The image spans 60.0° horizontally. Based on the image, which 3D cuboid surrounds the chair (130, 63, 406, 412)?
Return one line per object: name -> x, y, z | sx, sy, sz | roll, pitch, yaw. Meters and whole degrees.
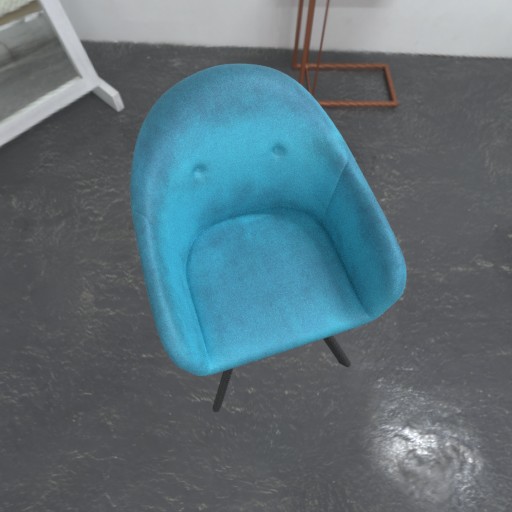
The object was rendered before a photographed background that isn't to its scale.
chair -> 0.000, 0.000, 1.171 | 0.540, 0.780, 0.570 | -16, 64, -8
